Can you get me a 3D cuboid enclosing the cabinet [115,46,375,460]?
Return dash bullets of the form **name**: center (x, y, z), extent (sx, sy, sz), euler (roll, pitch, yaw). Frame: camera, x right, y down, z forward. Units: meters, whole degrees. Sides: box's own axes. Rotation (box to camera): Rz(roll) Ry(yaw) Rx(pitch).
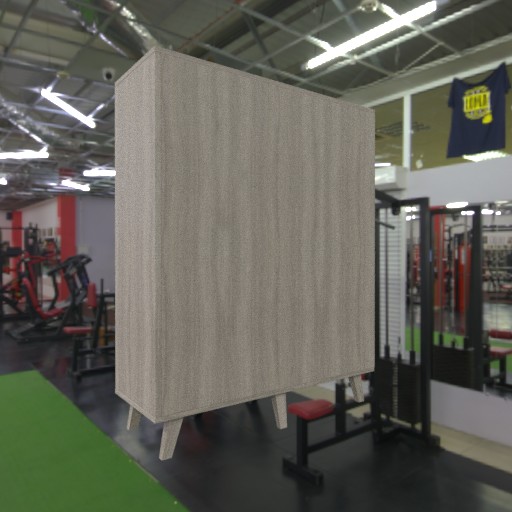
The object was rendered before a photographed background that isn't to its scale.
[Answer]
- **cabinet**: center (0.000, 0.000, 1.944), extent (1.111, 1.388, 0.398), euler (0, 1, -36)
